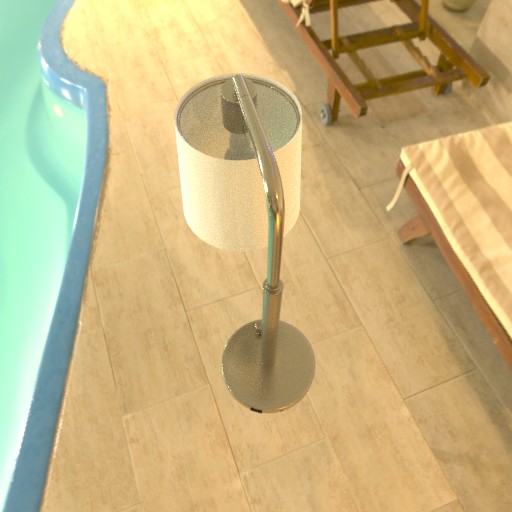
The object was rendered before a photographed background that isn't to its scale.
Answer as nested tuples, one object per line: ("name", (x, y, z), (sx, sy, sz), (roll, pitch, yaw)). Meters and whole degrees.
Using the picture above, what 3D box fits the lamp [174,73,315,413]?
("lamp", (0.000, 0.000, 0.633), (0.171, 0.489, 0.333), (-13, 59, -8))
